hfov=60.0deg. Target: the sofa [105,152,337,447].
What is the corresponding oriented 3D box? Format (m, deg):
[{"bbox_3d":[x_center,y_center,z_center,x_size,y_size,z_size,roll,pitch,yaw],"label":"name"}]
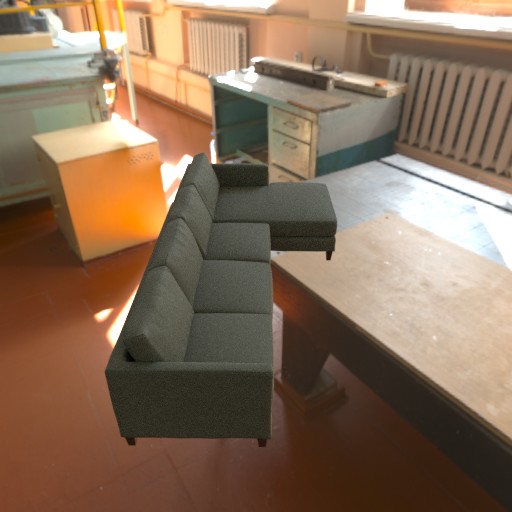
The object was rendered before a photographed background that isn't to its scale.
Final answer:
[{"bbox_3d":[0.000,0.000,3.868,1.625,0.861,3.186,0,32,1],"label":"sofa"}]
